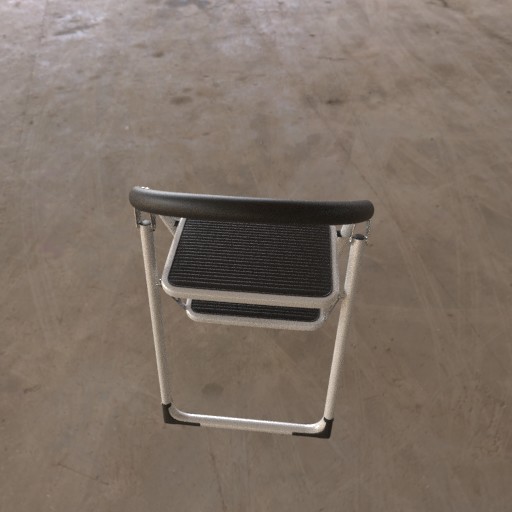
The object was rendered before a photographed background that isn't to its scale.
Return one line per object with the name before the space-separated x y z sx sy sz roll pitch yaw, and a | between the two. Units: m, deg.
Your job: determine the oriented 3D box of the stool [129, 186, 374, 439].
stool | 0.000 0.000 1.076 0.453 0.760 0.559 4 47 4
